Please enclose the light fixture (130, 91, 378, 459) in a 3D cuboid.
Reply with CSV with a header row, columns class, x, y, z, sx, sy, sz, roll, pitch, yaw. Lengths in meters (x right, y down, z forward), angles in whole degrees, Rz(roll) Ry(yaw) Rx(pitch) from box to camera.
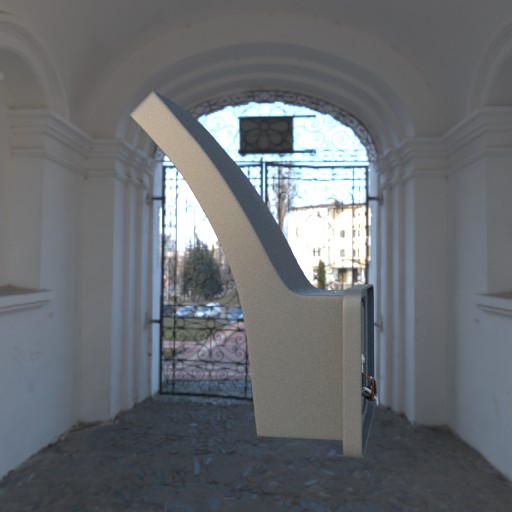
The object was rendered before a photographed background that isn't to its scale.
class,x,y,z,sx,sy,sz,roll,pitch,yaw
light fixture,0.000,0.000,0.334,0.174,0.243,0.108,0,-2,19
